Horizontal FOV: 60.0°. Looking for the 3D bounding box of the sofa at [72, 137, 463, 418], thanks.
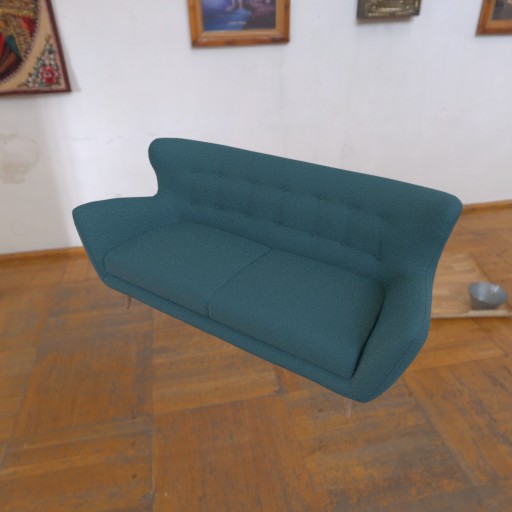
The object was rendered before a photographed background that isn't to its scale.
[{"bbox_3d":[0.000,0.000,2.380,1.930,0.890,0.889,19,35,28],"label":"sofa"}]
